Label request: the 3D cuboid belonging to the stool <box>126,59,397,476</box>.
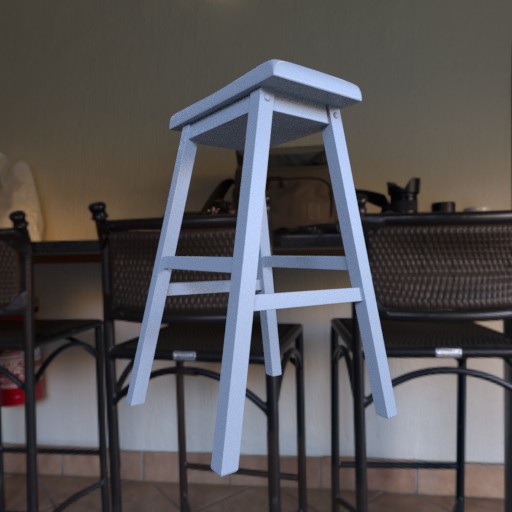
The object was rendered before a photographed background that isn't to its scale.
[{"bbox_3d":[0.000,0.000,1.065,0.476,0.737,0.457,0,1,-36],"label":"stool"}]
